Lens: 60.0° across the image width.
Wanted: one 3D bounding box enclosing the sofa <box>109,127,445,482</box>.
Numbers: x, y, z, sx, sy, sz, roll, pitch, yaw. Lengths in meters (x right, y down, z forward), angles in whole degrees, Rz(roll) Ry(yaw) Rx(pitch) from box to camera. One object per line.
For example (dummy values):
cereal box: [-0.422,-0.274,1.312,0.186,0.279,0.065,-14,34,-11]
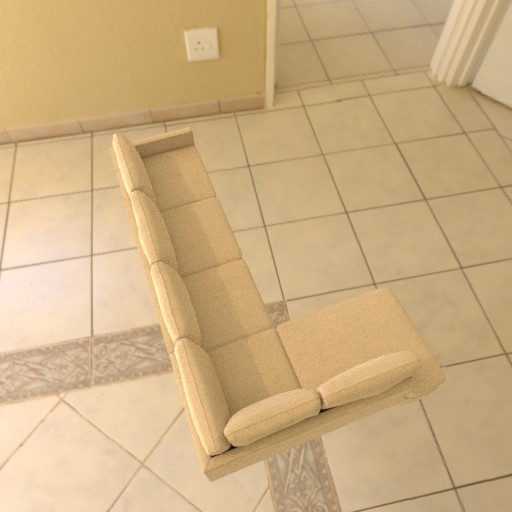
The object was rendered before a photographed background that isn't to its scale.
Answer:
sofa: [0.000,0.000,4.252,2.048,0.996,3.384,-18,60,-11]
